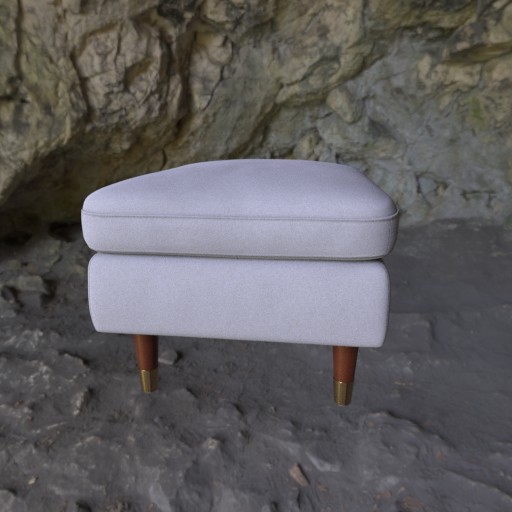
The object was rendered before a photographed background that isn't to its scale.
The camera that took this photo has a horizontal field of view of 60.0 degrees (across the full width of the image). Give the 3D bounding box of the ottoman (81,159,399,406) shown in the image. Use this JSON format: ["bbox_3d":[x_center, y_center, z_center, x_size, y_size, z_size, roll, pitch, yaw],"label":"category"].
[{"bbox_3d":[0.000,0.000,1.140,0.593,0.478,0.747,2,15,6],"label":"ottoman"}]
